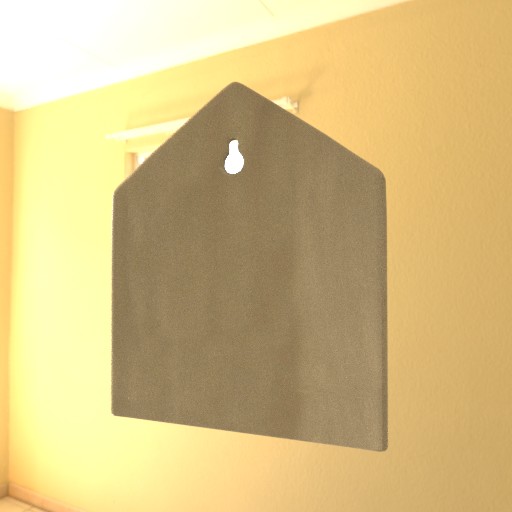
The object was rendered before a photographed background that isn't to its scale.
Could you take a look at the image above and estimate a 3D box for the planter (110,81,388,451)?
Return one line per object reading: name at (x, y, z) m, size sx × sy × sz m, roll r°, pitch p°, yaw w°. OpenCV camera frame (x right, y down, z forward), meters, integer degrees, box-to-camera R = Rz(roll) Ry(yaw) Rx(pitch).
planter at (0.000, 0.000, 0.281) m, size 0.163 × 0.194 × 0.080 m, roll 0°, pitch -1°, yaw 19°
